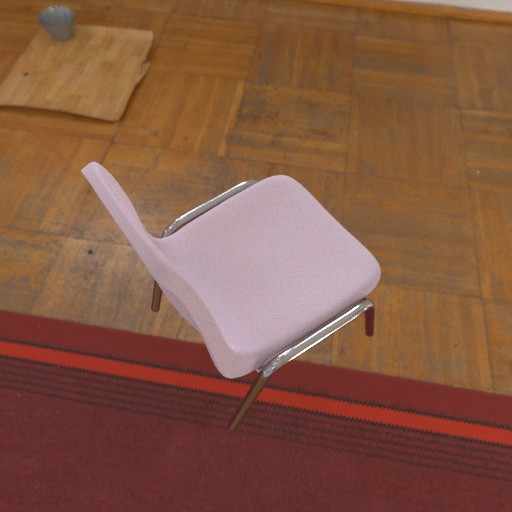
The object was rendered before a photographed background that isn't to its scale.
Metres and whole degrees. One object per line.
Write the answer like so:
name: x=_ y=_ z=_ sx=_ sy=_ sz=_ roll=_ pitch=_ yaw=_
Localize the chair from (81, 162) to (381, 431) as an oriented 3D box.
chair: x=0.000 y=0.000 z=0.756 sx=0.385 sy=0.536 sz=0.354 roll=-31 pitch=63 yaw=-18
